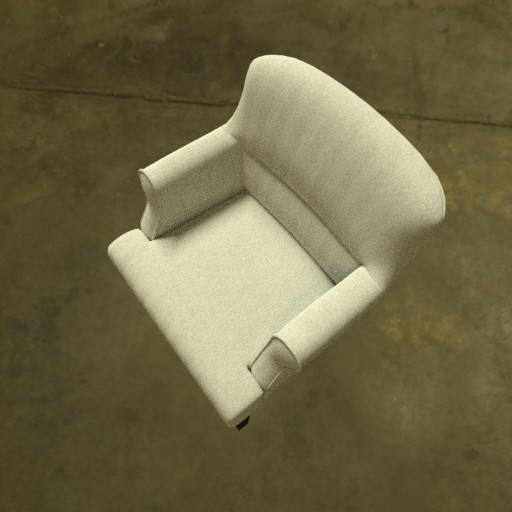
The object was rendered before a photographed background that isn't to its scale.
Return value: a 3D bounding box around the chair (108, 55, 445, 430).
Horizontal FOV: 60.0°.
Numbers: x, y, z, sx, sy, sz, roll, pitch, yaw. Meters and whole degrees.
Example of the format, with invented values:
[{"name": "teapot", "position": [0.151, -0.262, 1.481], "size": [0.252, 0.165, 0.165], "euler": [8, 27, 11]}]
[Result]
[{"name": "chair", "position": [0.000, 0.000, 1.431], "size": [0.750, 0.875, 0.781], "euler": [-34, 67, -17]}]
